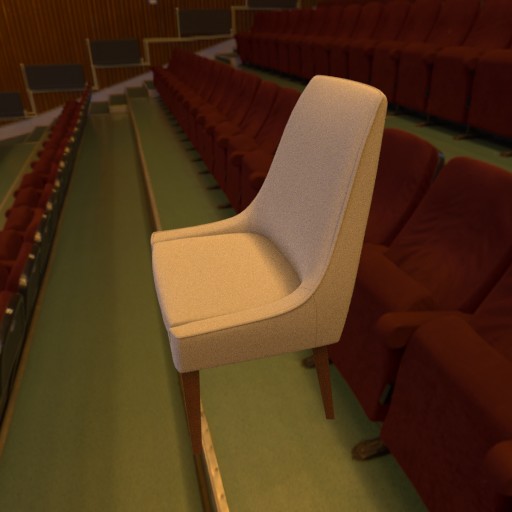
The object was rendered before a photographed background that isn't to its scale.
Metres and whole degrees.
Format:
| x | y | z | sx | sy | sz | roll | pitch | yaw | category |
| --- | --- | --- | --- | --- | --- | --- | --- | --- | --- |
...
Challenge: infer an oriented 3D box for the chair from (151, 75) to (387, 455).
| x | y | z | sx | sy | sz | roll | pitch | yaw | category |
| --- | --- | --- | --- | --- | --- | --- | --- | --- | --- |
| 0.000 | 0.000 | 1.194 | 0.544 | 0.861 | 0.529 | -8 | 30 | -15 | chair |
